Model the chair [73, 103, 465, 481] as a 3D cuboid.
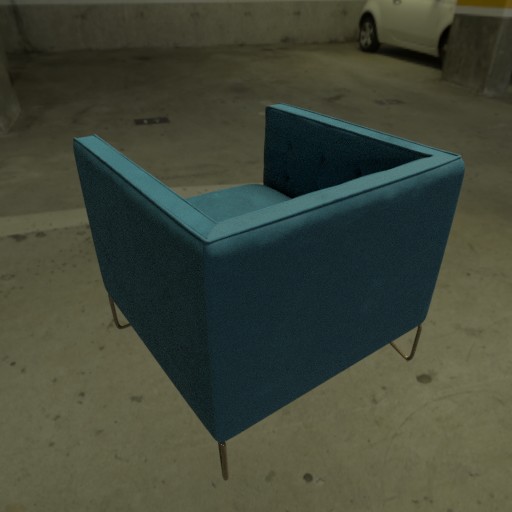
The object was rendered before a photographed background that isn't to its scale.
[{"bbox_3d":[0.000,0.000,1.540,0.880,0.790,0.894,-20,37,-30],"label":"chair"}]
